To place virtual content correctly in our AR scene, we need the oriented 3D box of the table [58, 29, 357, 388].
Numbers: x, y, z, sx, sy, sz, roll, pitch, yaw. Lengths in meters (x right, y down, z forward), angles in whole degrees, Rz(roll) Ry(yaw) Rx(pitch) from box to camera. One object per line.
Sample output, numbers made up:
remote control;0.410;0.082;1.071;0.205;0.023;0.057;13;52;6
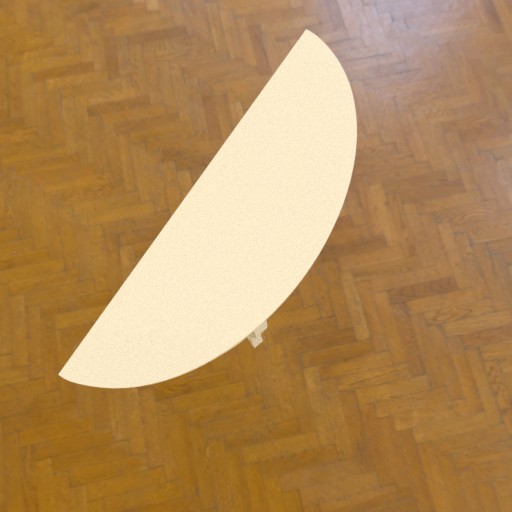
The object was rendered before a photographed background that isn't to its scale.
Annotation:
table;0.000;0.000;1.583;0.394;0.780;1.219;31;77;8
